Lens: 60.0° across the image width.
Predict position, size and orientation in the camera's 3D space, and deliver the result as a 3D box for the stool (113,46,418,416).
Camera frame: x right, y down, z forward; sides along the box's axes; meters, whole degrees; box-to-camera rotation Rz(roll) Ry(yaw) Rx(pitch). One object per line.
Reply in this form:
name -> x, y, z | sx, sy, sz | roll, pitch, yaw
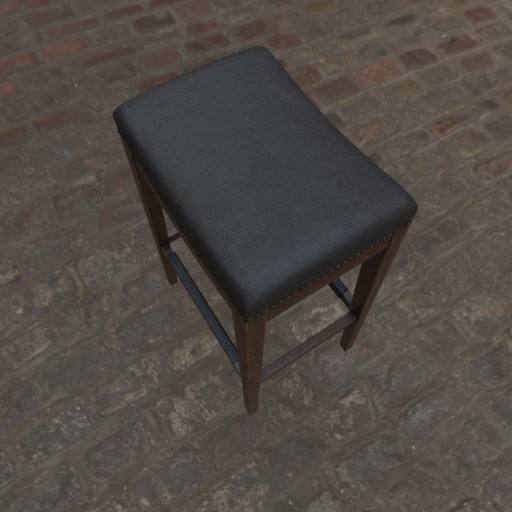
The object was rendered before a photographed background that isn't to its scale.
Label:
stool -> 0.000, 0.000, 1.047 | 0.361, 0.765, 0.500 | -30, 66, -15
